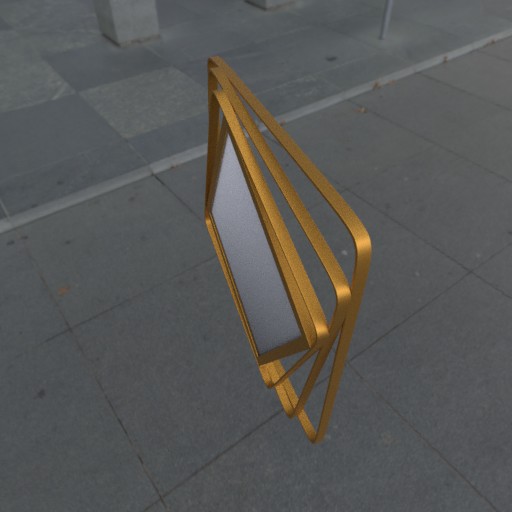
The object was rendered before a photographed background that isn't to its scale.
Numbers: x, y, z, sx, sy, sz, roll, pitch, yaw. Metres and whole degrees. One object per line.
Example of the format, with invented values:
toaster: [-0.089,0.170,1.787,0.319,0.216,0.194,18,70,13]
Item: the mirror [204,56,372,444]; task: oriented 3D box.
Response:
mirror: [0.000,0.000,0.698,0.045,0.468,0.470,-16,47,-15]
